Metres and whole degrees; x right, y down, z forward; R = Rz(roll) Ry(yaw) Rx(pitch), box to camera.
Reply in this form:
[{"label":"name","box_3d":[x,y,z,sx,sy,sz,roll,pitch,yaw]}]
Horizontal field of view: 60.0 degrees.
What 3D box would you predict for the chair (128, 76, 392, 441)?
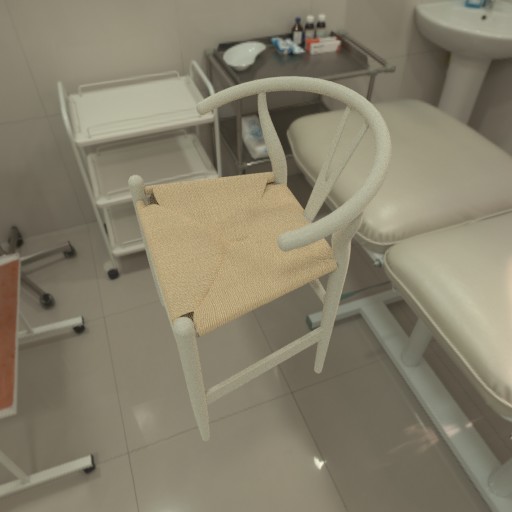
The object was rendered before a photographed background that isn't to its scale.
[{"label":"chair","box_3d":[0.000,0.000,1.104,0.500,0.736,0.533,-16,48,-15]}]
